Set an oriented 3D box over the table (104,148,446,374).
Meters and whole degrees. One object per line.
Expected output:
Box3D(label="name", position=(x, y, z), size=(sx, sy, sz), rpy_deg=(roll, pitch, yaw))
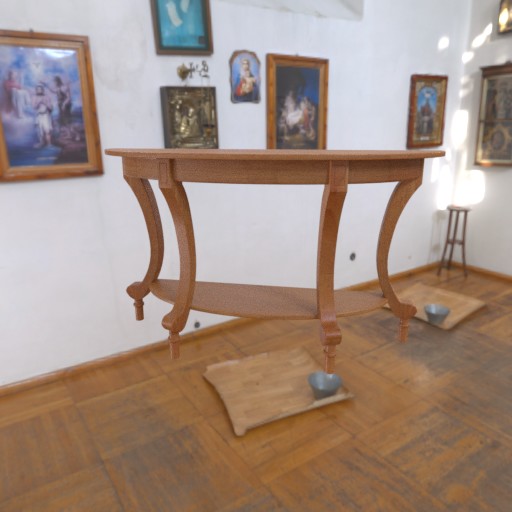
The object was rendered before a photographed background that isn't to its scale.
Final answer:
Box3D(label="table", position=(0.000, 0.000, 1.505), size=(1.198, 0.692, 0.394), rpy_deg=(3, 16, 11))
